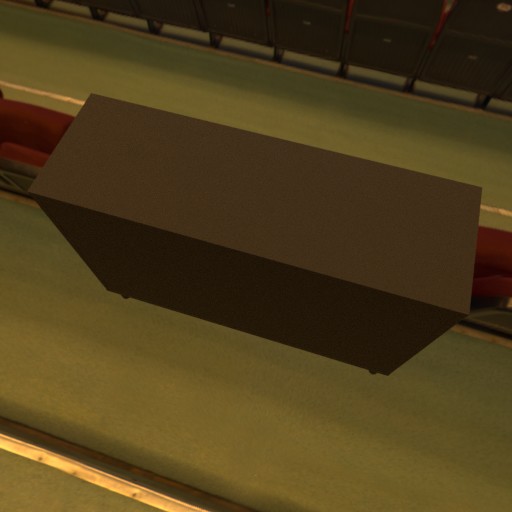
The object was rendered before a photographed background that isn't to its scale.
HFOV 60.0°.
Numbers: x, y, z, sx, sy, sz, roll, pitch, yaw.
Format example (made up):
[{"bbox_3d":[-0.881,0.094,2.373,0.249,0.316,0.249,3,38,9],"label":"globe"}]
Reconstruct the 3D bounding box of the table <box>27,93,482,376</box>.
[{"bbox_3d":[0.000,0.000,1.613,1.200,0.855,0.400,16,65,8],"label":"table"}]
